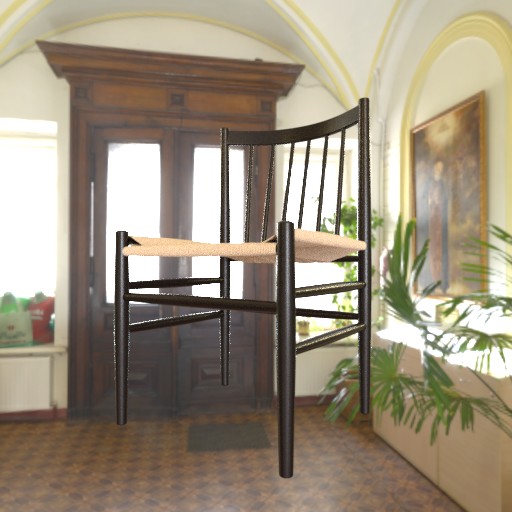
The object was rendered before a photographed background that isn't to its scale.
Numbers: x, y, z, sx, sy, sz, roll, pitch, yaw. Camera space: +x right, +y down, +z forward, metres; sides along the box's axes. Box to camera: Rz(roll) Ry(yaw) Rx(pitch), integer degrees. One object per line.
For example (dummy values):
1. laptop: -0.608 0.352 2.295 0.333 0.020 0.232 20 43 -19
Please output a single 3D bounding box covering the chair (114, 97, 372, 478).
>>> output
1. chair: 0.000 0.000 1.142 0.495 0.818 0.516 0 -1 34
